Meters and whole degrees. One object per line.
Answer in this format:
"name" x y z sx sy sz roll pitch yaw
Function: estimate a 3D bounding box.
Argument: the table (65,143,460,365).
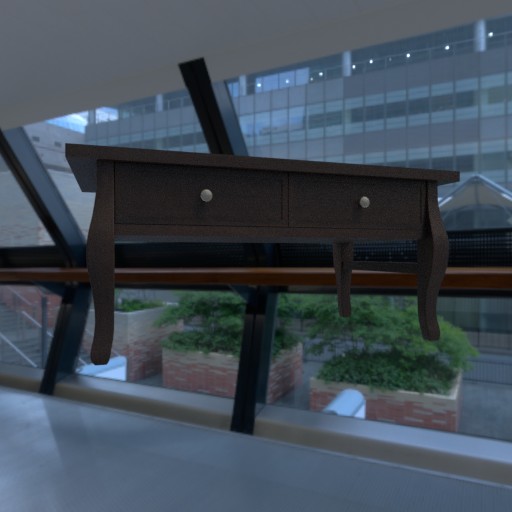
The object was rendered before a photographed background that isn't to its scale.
"table" 0.000 0.000 1.405 1.062 0.494 0.600 0 0 -18
